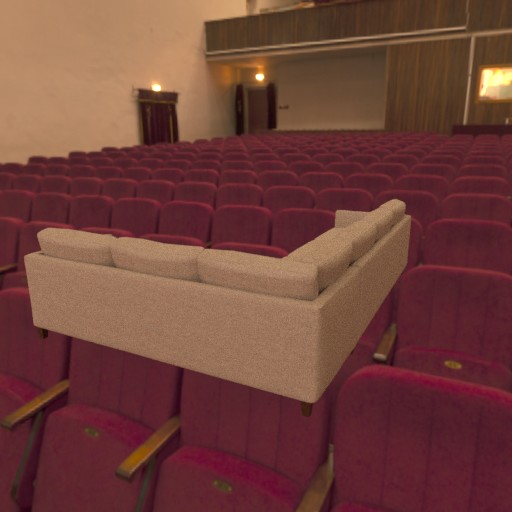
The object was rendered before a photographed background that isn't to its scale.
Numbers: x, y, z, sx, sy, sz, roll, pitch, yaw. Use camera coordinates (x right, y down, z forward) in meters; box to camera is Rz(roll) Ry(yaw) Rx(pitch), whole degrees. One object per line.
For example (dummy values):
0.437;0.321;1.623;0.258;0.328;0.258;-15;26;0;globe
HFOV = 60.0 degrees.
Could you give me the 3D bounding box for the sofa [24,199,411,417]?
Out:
0.000;0.000;4.442;2.522;0.934;3.333;8;17;26;sofa
